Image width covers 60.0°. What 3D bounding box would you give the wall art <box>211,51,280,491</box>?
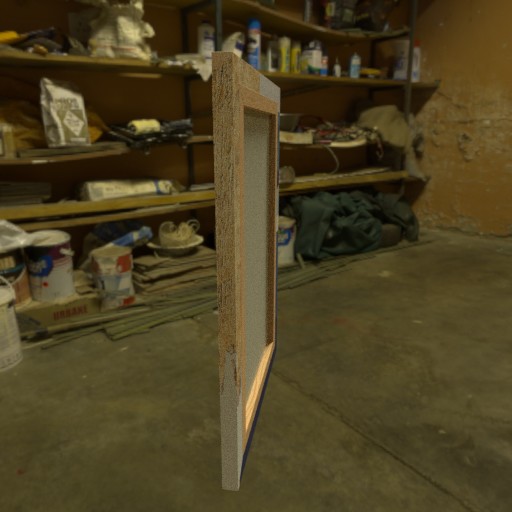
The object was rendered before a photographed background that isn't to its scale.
[{"bbox_3d":[0.000,0.000,0.809,0.026,0.613,0.458,3,16,9],"label":"wall art"}]
